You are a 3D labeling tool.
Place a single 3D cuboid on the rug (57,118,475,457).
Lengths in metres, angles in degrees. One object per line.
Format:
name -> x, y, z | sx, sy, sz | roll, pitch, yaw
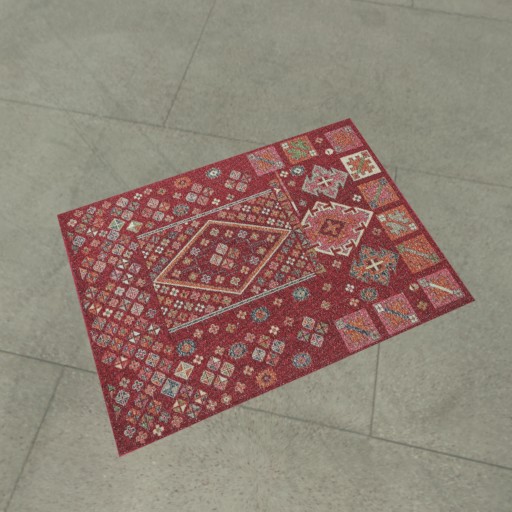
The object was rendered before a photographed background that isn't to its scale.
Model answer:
rug -> 0.000, 0.000, 2.784 | 2.184, 0.007, 1.579 | -21, 65, -10
